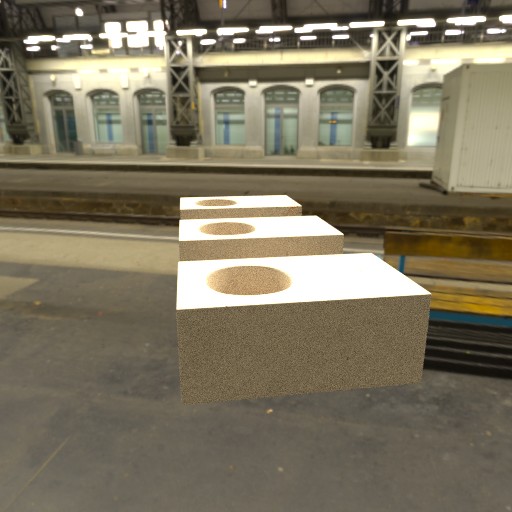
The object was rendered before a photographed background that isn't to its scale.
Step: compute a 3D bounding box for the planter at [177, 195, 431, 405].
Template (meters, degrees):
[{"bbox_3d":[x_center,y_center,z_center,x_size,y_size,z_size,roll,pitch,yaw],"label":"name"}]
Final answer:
[{"bbox_3d":[0.000,0.000,0.379,0.127,0.051,0.333,-3,17,-9],"label":"planter"}]
